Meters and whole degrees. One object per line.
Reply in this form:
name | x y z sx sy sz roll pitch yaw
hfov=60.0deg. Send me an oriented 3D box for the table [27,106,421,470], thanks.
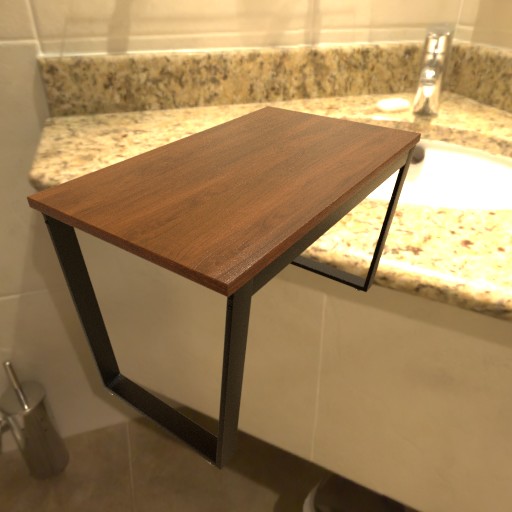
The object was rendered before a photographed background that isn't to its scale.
table | 0.000 0.000 1.679 0.714 0.760 1.205 21 38 29
